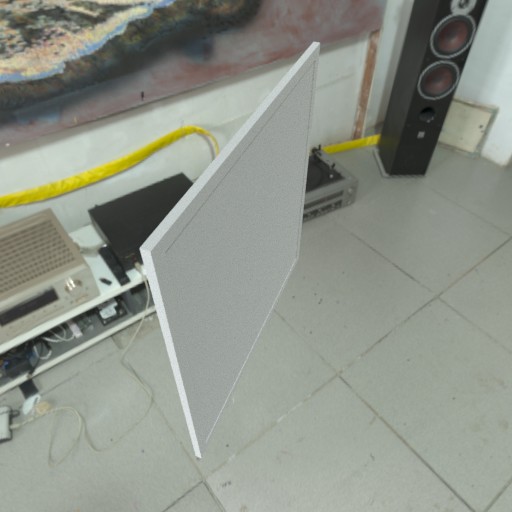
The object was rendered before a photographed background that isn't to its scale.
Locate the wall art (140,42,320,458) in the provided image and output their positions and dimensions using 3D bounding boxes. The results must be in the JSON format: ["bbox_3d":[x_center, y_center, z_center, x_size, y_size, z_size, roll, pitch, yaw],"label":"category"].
[{"bbox_3d":[0.000,0.000,0.958,0.015,0.660,0.660,17,49,15],"label":"wall art"}]
